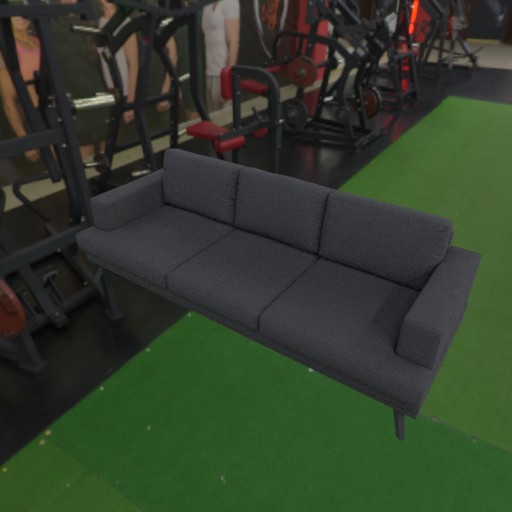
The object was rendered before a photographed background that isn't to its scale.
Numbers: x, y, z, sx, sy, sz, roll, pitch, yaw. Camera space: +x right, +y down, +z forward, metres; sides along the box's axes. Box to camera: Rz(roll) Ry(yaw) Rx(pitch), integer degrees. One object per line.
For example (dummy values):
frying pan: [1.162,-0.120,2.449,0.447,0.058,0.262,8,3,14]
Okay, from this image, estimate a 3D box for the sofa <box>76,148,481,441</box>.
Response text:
sofa: [0.000,0.000,2.679,2.310,0.810,0.920,20,38,29]
